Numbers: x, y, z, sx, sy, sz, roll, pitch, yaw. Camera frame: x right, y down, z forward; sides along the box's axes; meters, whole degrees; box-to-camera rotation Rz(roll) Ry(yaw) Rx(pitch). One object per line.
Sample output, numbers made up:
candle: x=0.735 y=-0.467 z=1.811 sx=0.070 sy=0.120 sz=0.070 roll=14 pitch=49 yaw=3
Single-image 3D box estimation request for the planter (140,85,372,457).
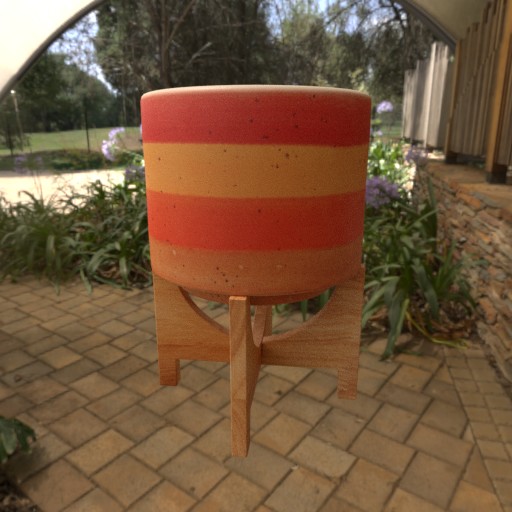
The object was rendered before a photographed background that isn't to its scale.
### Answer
planter: x=0.000 y=0.000 z=0.558 sx=0.269 sy=0.379 sz=0.269 roll=0 pitch=15 yaw=0
